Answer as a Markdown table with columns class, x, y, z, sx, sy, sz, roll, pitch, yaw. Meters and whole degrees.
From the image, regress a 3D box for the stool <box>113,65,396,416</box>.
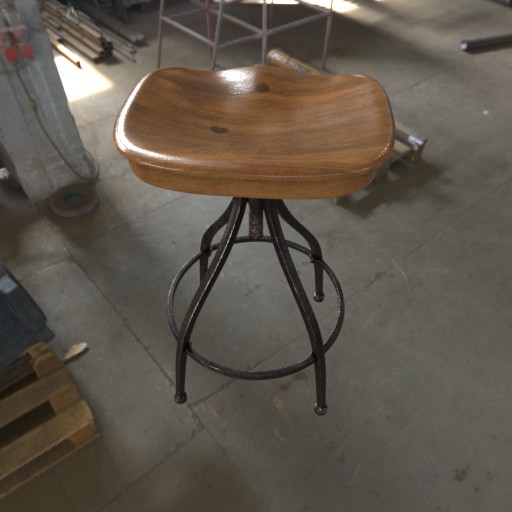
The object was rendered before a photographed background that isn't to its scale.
| class | x | y | z | sx | sy | sz | roll | pitch | yaw |
| --- | --- | --- | --- | --- | --- | --- | --- | --- | --- |
| stool | 0.000 | 0.000 | 0.956 | 0.432 | 0.694 | 0.424 | 4 | 47 | 3 |
